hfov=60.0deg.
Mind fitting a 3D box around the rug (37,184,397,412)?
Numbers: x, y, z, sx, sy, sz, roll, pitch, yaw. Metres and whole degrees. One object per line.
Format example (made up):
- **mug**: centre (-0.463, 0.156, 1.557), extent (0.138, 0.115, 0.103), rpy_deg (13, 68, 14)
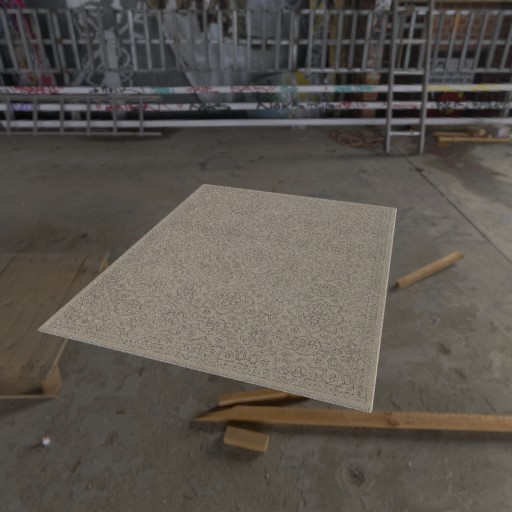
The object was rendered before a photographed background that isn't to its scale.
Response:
- **rug**: centre (0.000, 0.000, 4.216), extent (2.441, 0.015, 3.050), rpy_deg (9, 32, 15)
